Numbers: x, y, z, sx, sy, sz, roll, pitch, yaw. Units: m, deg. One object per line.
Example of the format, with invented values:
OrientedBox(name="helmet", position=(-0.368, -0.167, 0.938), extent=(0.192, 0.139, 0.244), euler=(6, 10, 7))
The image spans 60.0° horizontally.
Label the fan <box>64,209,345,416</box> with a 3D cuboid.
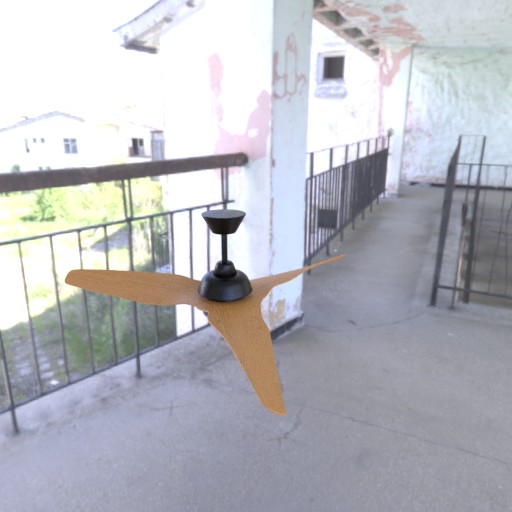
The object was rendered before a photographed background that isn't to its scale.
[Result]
OrientedBox(name="fan", position=(0.000, 0.000, 1.590), extent=(1.010, 0.355, 1.142), euler=(-16, 23, -42))
